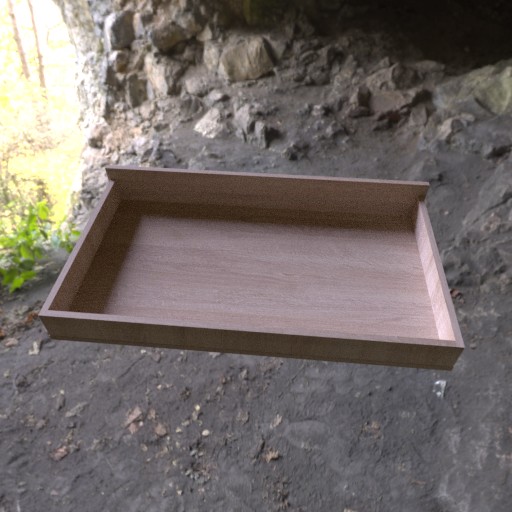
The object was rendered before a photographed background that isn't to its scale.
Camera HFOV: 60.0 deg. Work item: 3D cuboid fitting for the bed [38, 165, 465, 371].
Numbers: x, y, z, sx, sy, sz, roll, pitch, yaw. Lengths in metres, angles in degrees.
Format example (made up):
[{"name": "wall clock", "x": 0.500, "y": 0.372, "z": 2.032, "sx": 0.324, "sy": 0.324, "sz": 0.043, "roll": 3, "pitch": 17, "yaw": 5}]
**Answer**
[{"name": "bed", "x": 0.000, "y": 0.000, "z": 1.496, "sx": 1.200, "sy": 0.209, "sz": 0.685, "roll": 4, "pitch": 46, "yaw": 4}]
